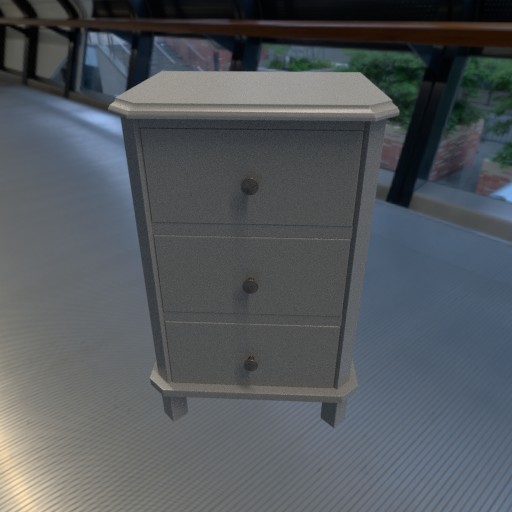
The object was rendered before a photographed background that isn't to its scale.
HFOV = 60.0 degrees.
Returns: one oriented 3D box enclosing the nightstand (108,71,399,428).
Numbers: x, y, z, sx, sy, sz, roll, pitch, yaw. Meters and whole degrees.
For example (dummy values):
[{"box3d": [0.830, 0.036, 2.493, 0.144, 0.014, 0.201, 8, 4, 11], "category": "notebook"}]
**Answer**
[{"box3d": [0.000, 0.000, 0.935, 0.435, 0.680, 0.348, 1, 30, 2], "category": "nightstand"}]
